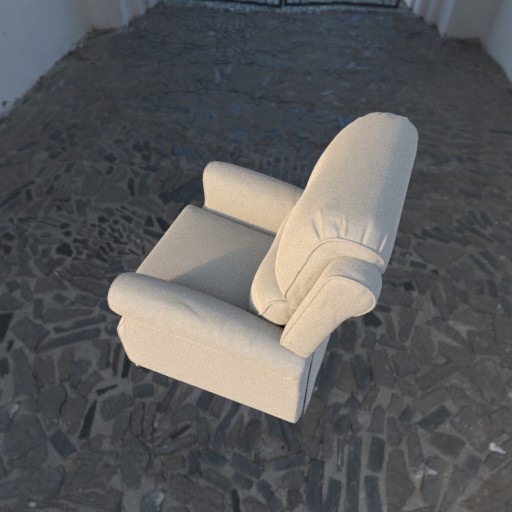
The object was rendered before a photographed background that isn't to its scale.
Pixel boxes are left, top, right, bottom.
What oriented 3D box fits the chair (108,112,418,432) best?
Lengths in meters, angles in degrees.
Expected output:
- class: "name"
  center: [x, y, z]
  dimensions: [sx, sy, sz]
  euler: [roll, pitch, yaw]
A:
- class: "chair"
  center: [0.000, 0.000, 1.685]
  dimensions: [0.919, 1.046, 0.859]
  euler: [16, 48, 15]
